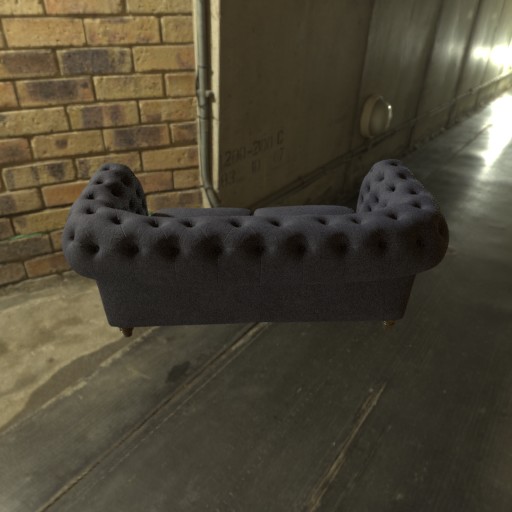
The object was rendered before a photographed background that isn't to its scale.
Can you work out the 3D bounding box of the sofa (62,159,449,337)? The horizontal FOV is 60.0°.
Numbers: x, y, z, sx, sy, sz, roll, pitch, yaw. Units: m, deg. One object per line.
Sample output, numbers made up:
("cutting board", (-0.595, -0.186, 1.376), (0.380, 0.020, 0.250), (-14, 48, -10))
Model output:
("sofa", (0.000, 0.000, 2.543), (1.988, 0.833, 1.082), (-1, 30, -2))
